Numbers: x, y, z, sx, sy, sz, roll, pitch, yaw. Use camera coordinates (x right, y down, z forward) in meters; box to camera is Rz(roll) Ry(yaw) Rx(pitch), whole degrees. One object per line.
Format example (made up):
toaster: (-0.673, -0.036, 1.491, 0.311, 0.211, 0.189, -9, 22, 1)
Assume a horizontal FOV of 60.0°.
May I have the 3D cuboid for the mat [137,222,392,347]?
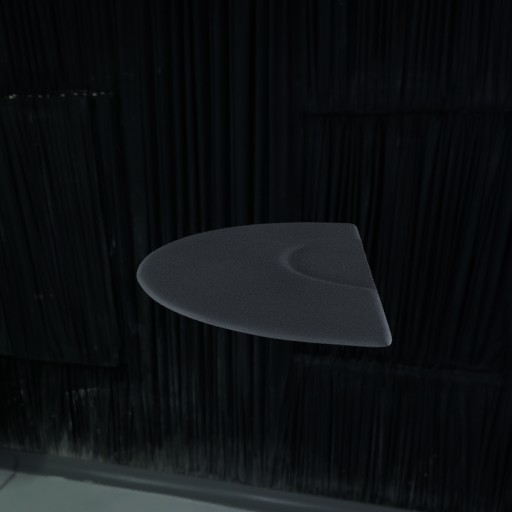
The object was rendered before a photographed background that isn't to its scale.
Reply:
mat: (0.000, 0.000, 1.865, 0.917, 0.016, 1.525, 2, 16, 8)
